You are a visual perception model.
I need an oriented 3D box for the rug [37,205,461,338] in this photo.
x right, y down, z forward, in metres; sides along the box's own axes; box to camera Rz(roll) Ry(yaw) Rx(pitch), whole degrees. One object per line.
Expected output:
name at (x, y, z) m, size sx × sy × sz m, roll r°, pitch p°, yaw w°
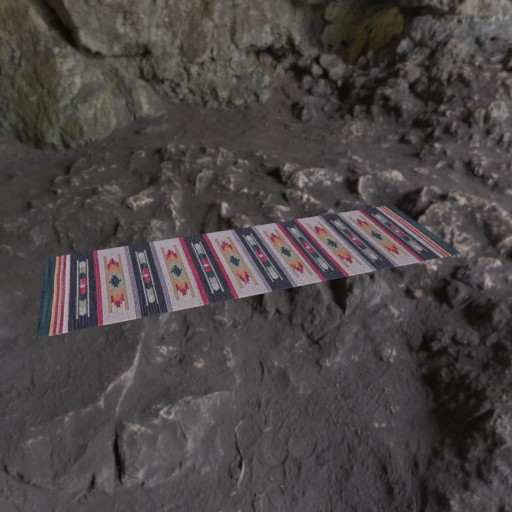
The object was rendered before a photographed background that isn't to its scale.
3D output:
rug at (0.000, 0.000, 2.728) m, size 2.440 × 0.009 × 0.760 m, roll -10°, pitch 33°, yaw -16°
